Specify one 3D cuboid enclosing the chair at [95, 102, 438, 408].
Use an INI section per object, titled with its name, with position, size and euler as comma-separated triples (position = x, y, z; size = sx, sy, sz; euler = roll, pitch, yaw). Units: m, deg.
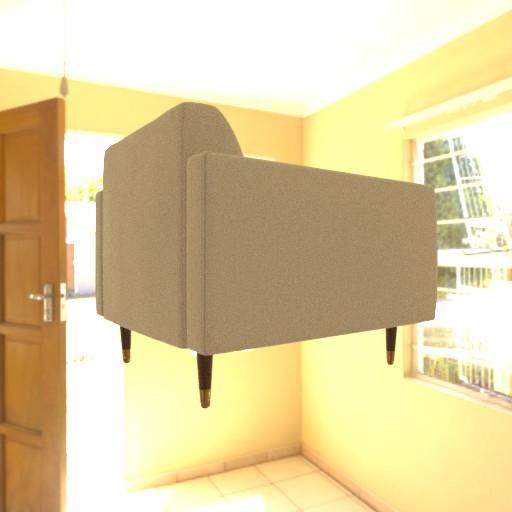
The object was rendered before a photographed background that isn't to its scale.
[chair]
position = 0.000, 0.000, 1.682
size = 0.998, 0.819, 0.953
euler = 0, 0, -36
